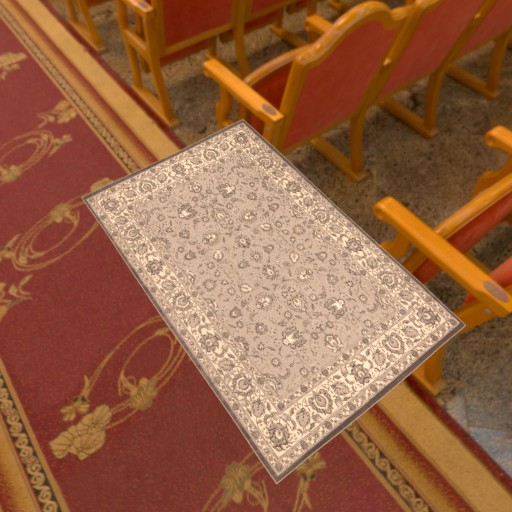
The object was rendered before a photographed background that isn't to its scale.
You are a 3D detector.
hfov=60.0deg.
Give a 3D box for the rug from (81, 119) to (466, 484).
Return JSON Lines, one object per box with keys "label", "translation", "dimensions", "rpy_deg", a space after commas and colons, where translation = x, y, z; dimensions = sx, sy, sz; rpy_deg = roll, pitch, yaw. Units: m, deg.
{"label": "rug", "translation": [0.000, 0.000, 3.087], "dimensions": [1.524, 0.011, 2.438], "rpy_deg": [-32, 62, -19]}
